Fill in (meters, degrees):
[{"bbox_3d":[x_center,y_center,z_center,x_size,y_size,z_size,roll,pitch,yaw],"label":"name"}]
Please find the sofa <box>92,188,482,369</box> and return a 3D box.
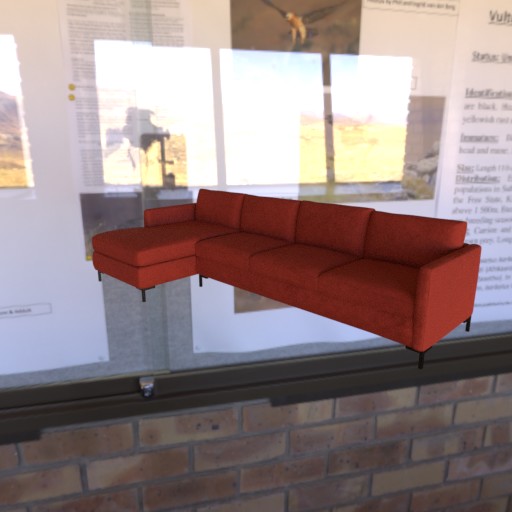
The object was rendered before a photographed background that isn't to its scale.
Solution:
[{"bbox_3d":[0.000,0.000,2.931,2.467,0.663,1.136,14,21,43],"label":"sofa"}]
